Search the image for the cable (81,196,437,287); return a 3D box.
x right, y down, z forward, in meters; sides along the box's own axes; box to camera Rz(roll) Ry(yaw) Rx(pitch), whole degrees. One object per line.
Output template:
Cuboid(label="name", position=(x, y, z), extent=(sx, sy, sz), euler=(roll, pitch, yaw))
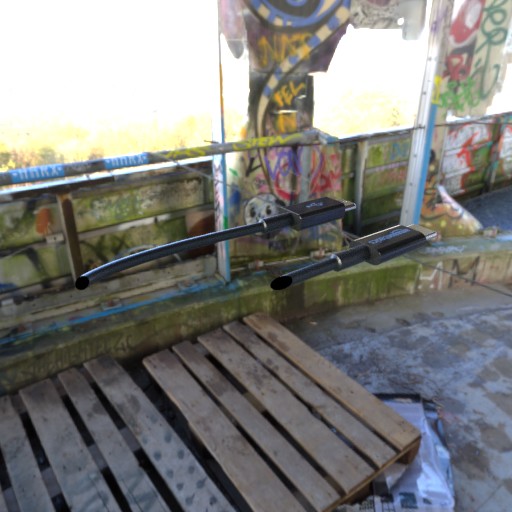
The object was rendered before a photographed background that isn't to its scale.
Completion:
Cuboid(label="cable", position=(0.000, 0.000, 0.113), extent=(0.098, 0.006, 0.040), euler=(-17, 31, -32))
